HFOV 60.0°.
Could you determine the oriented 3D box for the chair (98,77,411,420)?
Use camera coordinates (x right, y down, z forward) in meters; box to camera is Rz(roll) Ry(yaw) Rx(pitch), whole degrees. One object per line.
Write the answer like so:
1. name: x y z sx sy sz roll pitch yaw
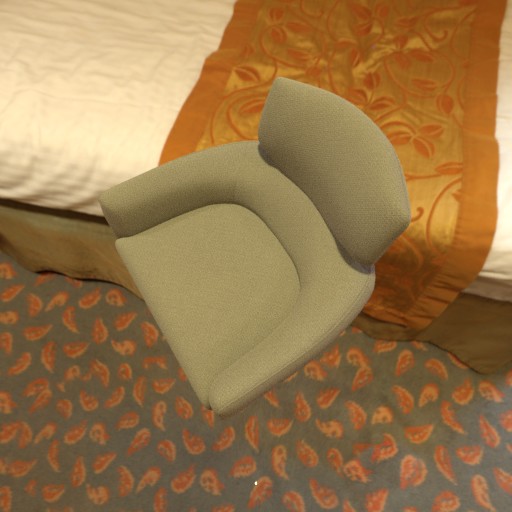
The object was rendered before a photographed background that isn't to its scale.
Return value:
1. chair: 0.000 0.000 1.402 0.730 0.810 0.760 -29 67 -14
